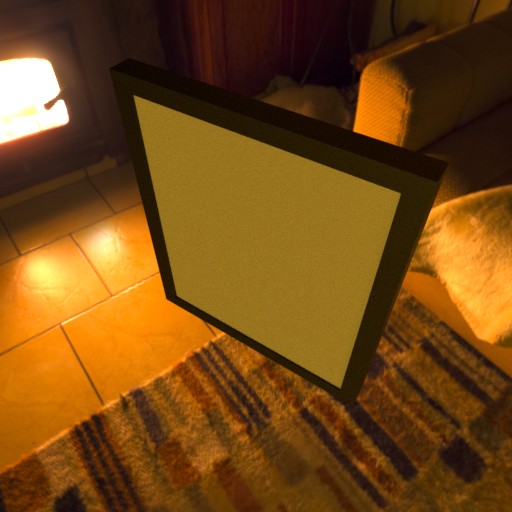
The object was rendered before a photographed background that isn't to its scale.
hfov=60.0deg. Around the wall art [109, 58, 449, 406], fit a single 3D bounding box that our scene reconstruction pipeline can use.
[{"bbox_3d":[0.000,0.000,0.528,0.330,0.381,0.029,26,53,22],"label":"wall art"}]
